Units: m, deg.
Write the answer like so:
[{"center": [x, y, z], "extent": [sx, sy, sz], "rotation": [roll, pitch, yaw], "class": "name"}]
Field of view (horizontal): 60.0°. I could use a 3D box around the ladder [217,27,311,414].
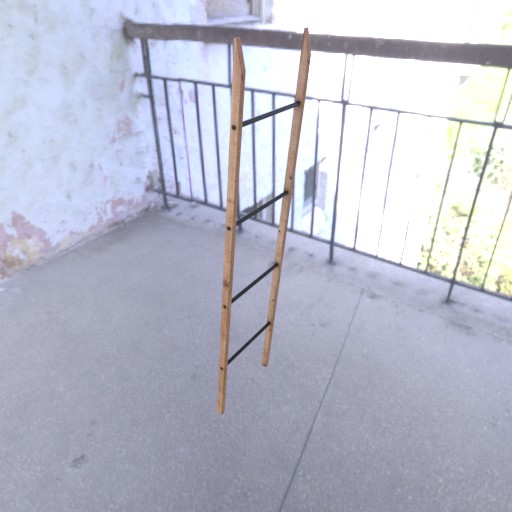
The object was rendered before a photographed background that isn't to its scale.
[{"center": [0.000, 0.000, 1.983], "extent": [0.200, 1.805, 0.442], "rotation": [21, 37, 29], "class": "ladder"}]
